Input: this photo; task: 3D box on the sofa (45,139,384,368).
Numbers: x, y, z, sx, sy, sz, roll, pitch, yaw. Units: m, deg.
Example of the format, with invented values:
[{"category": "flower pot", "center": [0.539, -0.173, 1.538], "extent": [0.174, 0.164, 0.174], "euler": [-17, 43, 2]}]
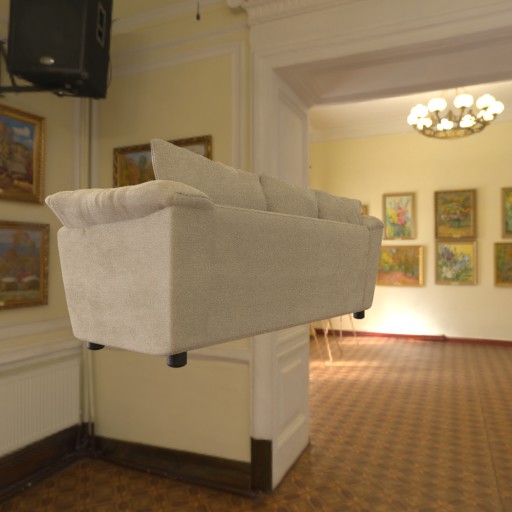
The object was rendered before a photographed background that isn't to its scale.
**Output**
[{"category": "sofa", "center": [0.000, 0.000, 2.865], "extent": [0.893, 0.981, 2.377], "euler": [0, 0, 37]}]
